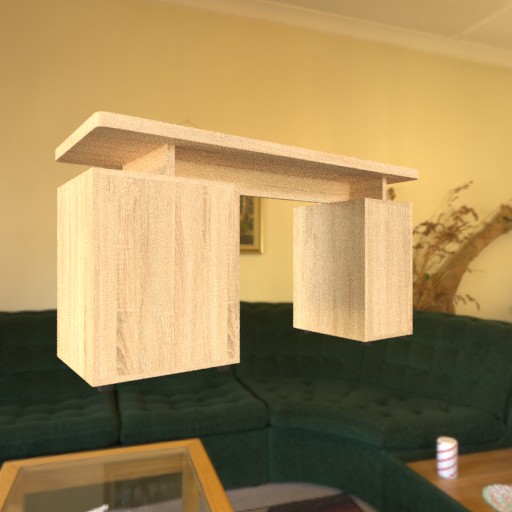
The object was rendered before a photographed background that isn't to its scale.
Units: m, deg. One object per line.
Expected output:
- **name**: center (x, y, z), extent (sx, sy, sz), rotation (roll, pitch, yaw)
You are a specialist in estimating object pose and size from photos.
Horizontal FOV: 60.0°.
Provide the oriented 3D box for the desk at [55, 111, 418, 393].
- **desk**: center (0.000, 0.000, 1.781), extent (1.400, 0.760, 0.550), rotation (0, 0, -35)
